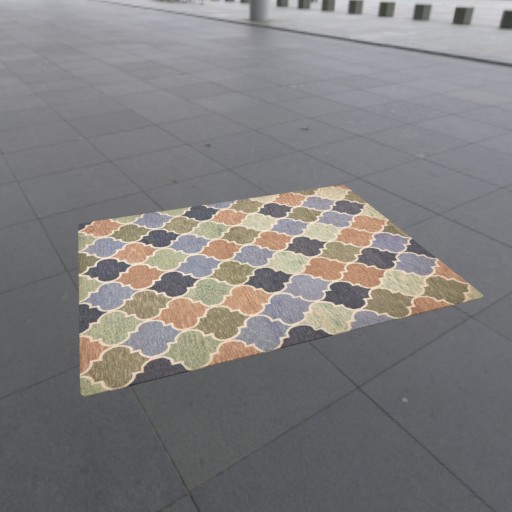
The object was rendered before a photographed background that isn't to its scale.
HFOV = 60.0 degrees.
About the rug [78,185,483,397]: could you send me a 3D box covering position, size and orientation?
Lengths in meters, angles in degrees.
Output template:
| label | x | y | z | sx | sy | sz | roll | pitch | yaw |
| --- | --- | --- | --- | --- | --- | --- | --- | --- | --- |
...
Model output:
| label | x | y | z | sx | sy | sz | roll | pitch | yaw |
| --- | --- | --- | --- | --- | --- | --- | --- | --- | --- |
| rug | 0.000 | 0.000 | 4.228 | 3.200 | 0.013 | 2.439 | -11 | 34 | -16 |
